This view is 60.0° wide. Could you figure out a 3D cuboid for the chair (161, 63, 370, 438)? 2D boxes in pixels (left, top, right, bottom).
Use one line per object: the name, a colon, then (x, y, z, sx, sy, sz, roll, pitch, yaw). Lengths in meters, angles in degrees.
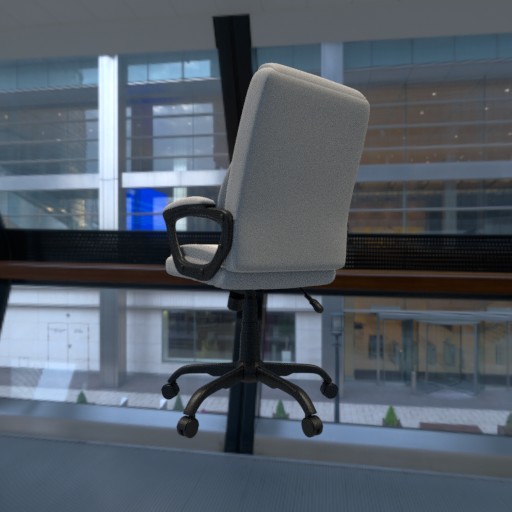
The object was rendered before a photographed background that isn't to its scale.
chair: (0.000, 0.000, 1.536, 0.663, 1.065, 0.669, 0, 0, -37)
